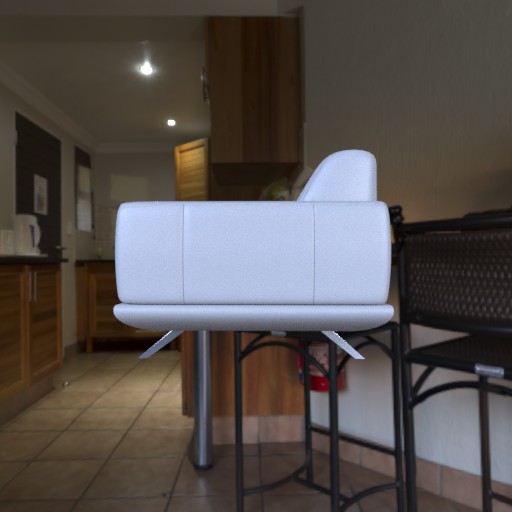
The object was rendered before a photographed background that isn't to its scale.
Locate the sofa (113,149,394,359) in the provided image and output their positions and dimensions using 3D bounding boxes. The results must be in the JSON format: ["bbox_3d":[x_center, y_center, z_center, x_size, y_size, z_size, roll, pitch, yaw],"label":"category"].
[{"bbox_3d":[0.000,0.000,2.313,0.900,0.772,1.901,0,0,1],"label":"sofa"}]
